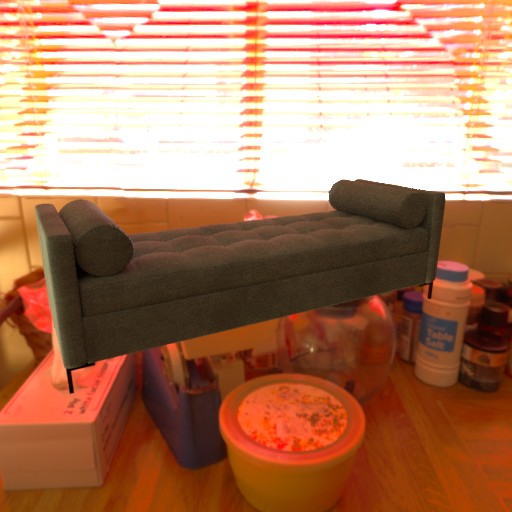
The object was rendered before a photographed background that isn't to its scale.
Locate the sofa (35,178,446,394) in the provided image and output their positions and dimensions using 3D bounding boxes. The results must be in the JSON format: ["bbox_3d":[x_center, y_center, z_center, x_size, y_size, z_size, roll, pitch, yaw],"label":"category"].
[{"bbox_3d":[0.000,0.000,2.313,1.981,0.635,0.686,-9,19,-27],"label":"sofa"}]
